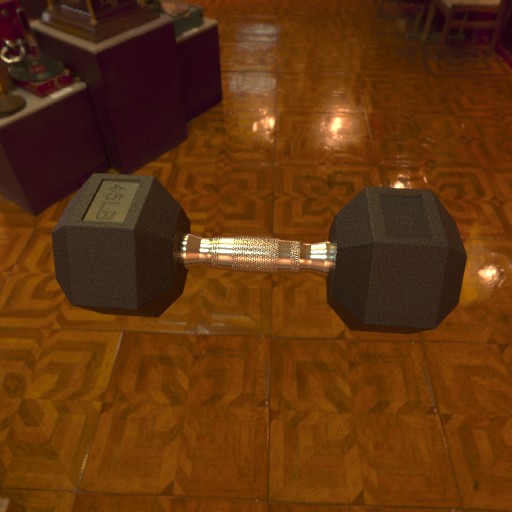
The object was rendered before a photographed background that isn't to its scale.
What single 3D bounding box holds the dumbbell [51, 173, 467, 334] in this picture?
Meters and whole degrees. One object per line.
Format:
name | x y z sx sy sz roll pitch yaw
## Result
dumbbell | 0.000 0.000 0.420 0.356 0.123 0.141 3 47 3
